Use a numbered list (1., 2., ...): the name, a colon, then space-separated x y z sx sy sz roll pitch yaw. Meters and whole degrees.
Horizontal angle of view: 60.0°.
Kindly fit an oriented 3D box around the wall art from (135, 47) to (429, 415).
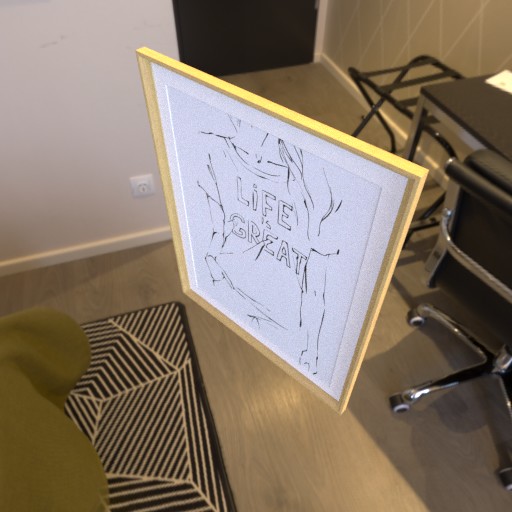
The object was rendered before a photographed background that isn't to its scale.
1. wall art: 0.000 0.000 1.330 0.798 1.002 0.030 33 55 27
